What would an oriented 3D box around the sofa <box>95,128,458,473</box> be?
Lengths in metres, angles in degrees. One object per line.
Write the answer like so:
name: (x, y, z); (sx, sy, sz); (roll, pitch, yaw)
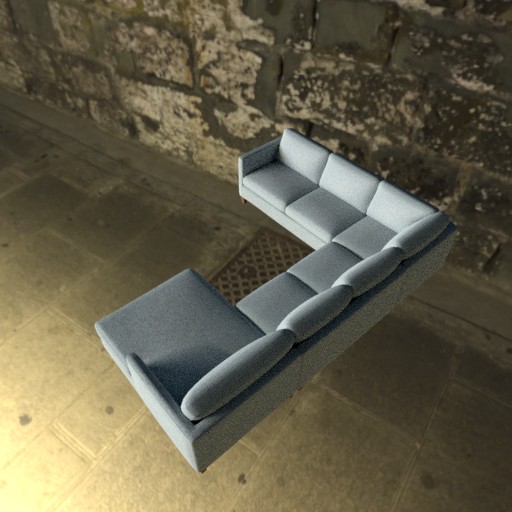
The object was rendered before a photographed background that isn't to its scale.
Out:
sofa: (0.000, 0.000, 4.614); (3.403, 0.889, 2.551); (-32, 53, -28)
